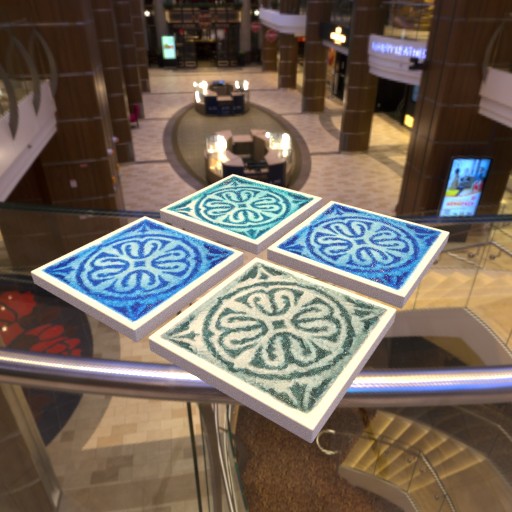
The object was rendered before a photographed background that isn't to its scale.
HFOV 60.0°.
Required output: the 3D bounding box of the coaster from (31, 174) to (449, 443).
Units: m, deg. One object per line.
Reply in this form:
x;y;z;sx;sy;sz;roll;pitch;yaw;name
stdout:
0.000;0.000;0.322;0.214;0.010;0.219;20;37;29;coaster
